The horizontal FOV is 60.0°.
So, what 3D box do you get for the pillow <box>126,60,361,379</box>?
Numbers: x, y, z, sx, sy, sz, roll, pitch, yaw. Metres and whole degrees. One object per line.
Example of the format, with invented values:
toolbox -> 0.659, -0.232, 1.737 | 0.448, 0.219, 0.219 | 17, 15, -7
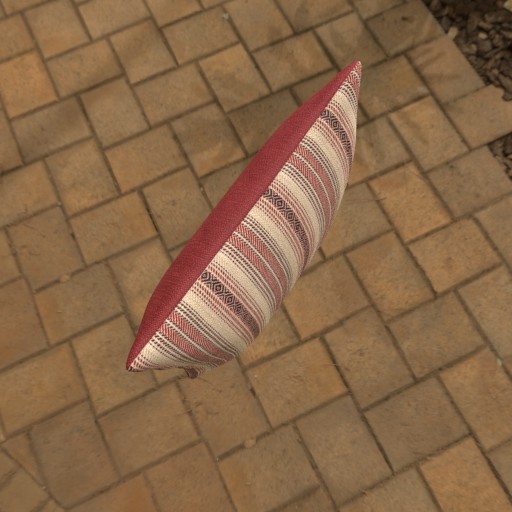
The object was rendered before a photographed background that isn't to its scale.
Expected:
pillow -> 0.000, 0.000, 0.793 | 0.166, 0.497, 0.513 | 34, 77, 9
